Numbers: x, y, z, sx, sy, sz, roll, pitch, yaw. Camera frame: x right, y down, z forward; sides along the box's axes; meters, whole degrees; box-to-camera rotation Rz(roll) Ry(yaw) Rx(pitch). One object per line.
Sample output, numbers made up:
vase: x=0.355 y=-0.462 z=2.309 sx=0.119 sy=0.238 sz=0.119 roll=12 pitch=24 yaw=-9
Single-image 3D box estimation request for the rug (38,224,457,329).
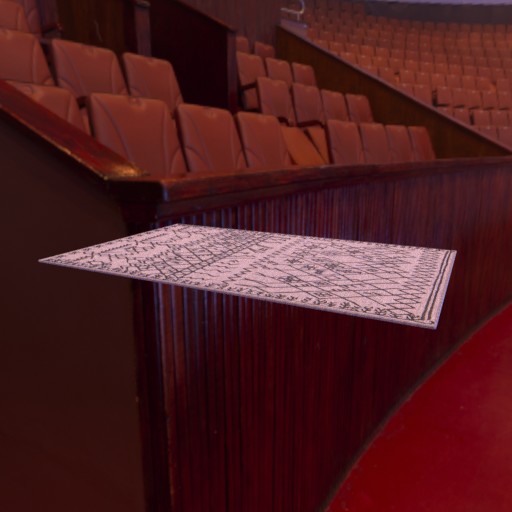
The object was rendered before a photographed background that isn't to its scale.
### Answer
rug: x=0.000 y=0.000 z=3.041 sx=2.444 sy=0.012 sz=1.526 roll=7 pitch=16 yaw=26
